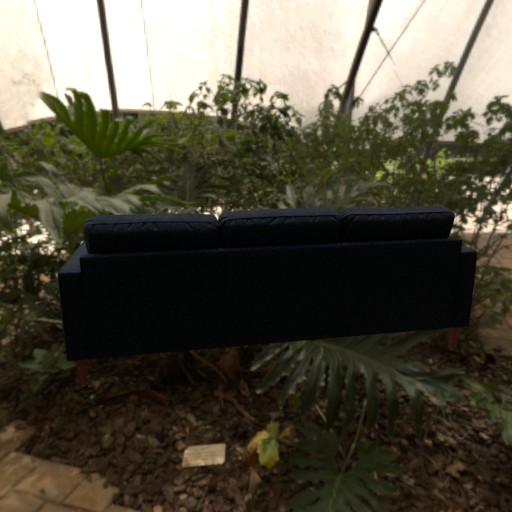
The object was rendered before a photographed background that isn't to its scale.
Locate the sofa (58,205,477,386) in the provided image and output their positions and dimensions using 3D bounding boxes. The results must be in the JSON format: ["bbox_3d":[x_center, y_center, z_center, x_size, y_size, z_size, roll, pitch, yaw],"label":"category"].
[{"bbox_3d":[0.000,0.000,3.004,2.185,0.841,1.613,-3,15,-10],"label":"sofa"}]
